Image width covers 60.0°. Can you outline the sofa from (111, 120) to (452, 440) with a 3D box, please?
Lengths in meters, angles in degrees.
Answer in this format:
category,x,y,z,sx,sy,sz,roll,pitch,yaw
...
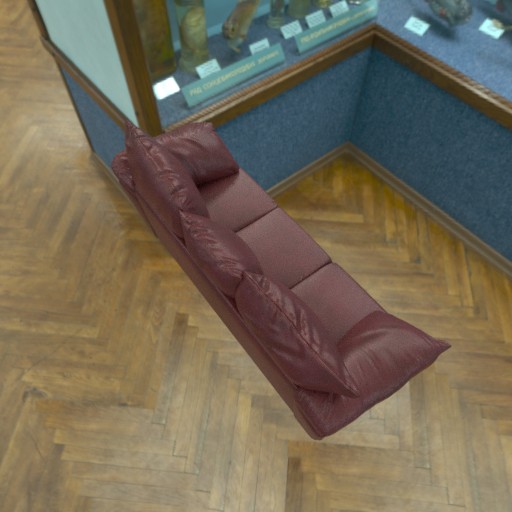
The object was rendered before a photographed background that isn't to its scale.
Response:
category,x,y,z,sx,sy,sz,roll,pitch,yaw
sofa,0.000,0.000,2.926,0.907,1.091,2.390,-32,62,-19
